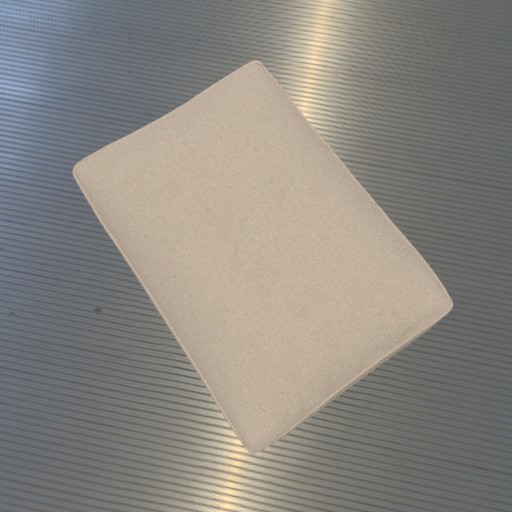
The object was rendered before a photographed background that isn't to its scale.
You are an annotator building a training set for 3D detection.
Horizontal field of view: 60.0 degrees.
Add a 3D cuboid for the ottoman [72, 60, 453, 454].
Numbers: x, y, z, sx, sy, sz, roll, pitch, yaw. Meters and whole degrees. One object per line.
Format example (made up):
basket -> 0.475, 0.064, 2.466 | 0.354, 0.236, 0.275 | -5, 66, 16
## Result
ottoman -> 0.000, 0.000, 1.000 | 0.501, 0.456, 0.665 | -34, 77, -9
